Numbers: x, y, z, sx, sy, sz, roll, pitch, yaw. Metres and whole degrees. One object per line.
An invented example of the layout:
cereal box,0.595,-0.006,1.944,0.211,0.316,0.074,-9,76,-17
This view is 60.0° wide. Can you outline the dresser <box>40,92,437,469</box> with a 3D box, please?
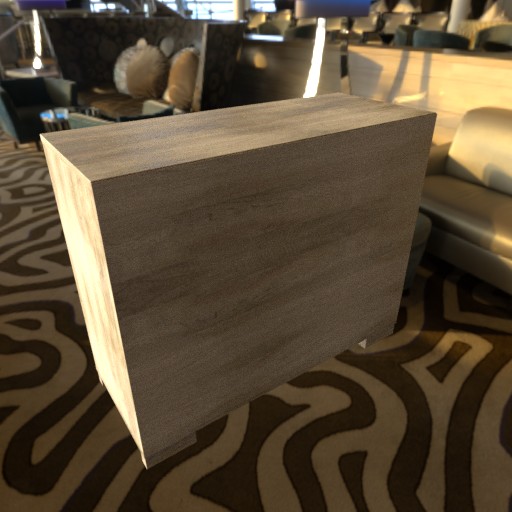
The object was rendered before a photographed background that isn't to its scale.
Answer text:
dresser,0.000,0.000,1.377,0.994,0.816,0.404,-19,35,-30
